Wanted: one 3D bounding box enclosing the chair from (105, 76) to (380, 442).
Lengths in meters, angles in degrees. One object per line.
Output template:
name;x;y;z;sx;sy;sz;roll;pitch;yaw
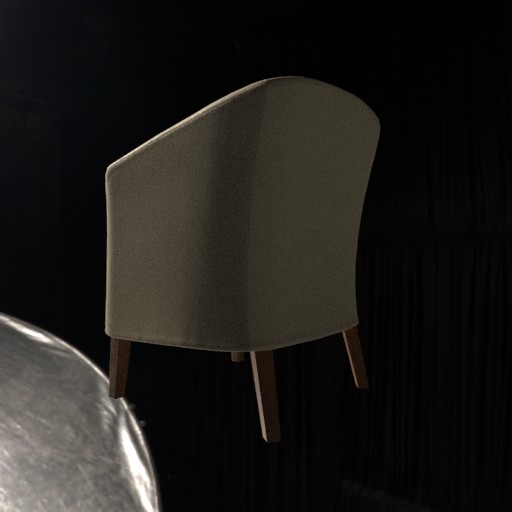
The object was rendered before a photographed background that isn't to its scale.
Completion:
chair;0.000;0.000;1.333;0.657;0.822;0.643;0;0;37
